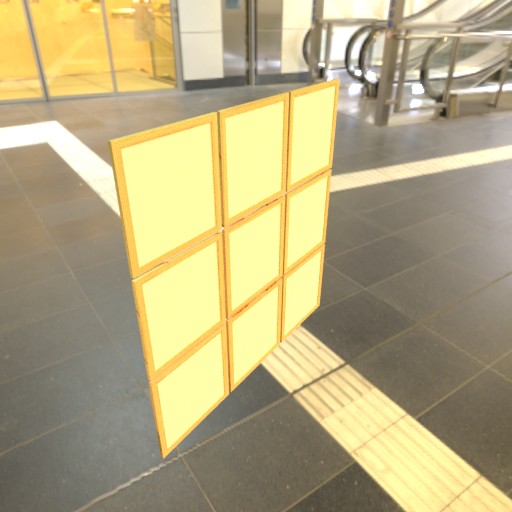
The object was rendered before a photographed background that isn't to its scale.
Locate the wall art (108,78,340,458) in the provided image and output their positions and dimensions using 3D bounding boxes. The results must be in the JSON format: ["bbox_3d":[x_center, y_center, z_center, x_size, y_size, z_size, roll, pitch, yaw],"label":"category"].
[{"bbox_3d":[0.000,0.000,1.813,0.013,1.219,1.214,20,36,31],"label":"wall art"}]
